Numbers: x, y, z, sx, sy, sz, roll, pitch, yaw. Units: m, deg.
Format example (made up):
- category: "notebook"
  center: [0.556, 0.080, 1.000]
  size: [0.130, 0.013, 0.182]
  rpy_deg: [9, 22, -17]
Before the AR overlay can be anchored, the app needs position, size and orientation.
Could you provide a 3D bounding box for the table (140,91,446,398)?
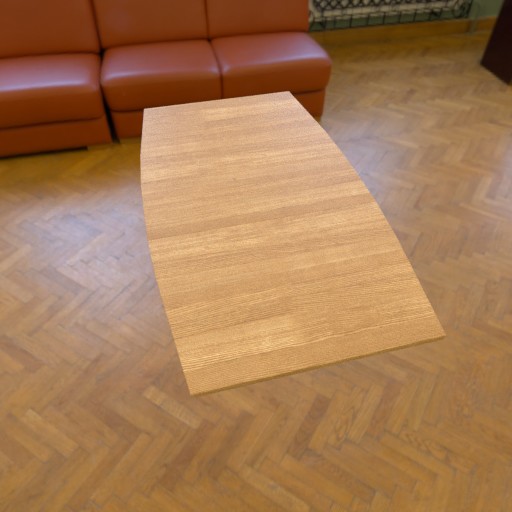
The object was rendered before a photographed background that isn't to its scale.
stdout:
- category: "table"
  center: [0.000, 0.000, 2.068]
  size: [0.900, 0.748, 1.598]
  rpy_deg: [-10, 48, -10]
